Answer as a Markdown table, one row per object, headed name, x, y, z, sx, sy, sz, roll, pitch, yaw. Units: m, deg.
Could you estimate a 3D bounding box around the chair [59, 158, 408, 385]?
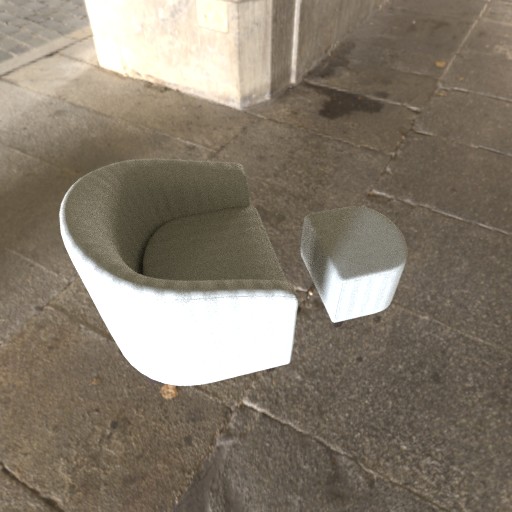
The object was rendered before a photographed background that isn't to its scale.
| name | x | y | z | sx | sy | sz | roll | pitch | yaw |
| --- | --- | --- | --- | --- | --- | --- | --- | --- | --- |
| chair | 0.000 | 0.000 | 1.772 | 1.288 | 0.757 | 0.756 | -11 | 48 | -10 |
